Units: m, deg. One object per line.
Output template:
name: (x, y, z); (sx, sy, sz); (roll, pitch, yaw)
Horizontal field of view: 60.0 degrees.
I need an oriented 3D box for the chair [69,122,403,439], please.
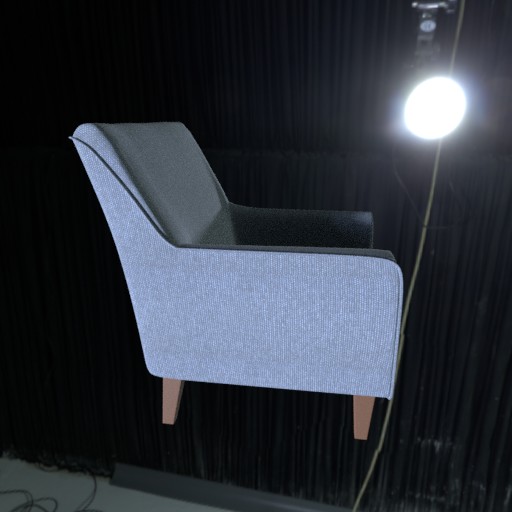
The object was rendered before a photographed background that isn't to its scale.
chair: (0.000, 0.000, 1.592); (0.899, 0.919, 0.780); (3, 17, 8)
